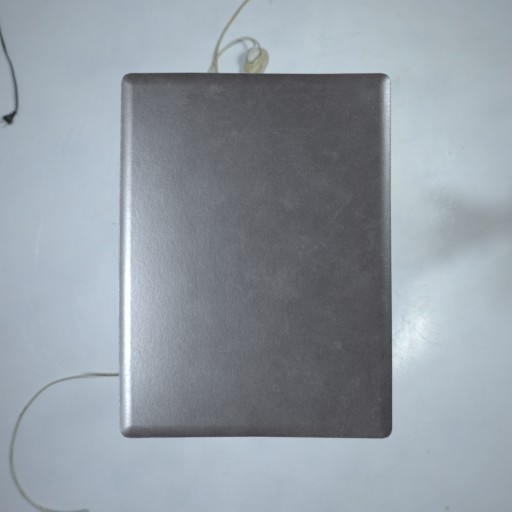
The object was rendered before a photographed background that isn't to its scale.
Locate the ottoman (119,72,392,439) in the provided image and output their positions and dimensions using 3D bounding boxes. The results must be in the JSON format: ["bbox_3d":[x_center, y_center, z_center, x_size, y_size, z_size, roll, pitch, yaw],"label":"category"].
[{"bbox_3d":[0.000,0.000,1.158,0.590,0.498,0.795,0,89,0],"label":"ottoman"}]
